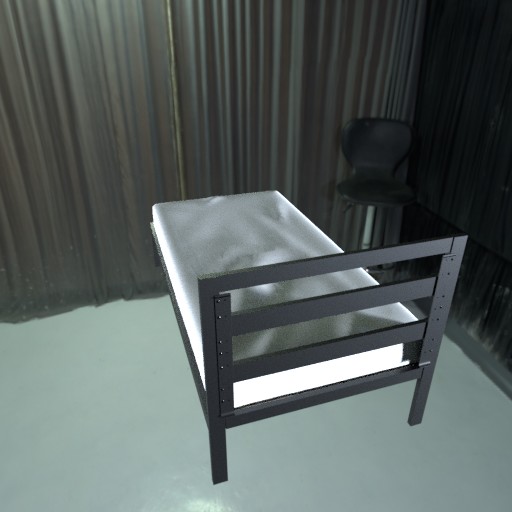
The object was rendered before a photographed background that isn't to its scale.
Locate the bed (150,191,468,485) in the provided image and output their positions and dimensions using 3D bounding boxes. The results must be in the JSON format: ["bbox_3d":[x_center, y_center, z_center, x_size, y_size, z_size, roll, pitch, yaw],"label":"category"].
[{"bbox_3d":[0.000,0.000,2.497,0.991,0.967,1.930,-9,29,-16],"label":"bed"}]
